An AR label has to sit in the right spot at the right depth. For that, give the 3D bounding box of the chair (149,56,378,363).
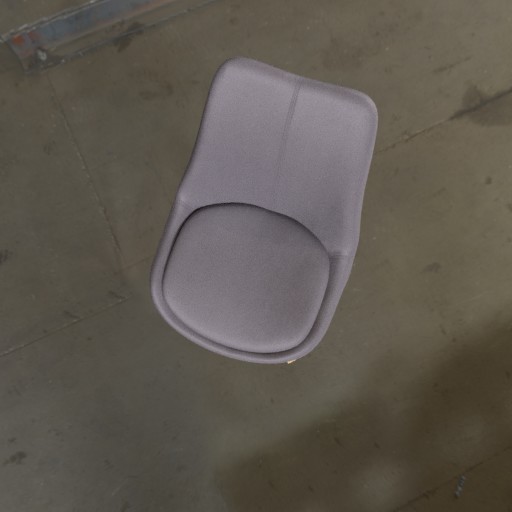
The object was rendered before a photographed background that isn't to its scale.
[{"bbox_3d":[0.000,0.000,1.192,0.483,0.865,0.547,19,77,4],"label":"chair"}]
